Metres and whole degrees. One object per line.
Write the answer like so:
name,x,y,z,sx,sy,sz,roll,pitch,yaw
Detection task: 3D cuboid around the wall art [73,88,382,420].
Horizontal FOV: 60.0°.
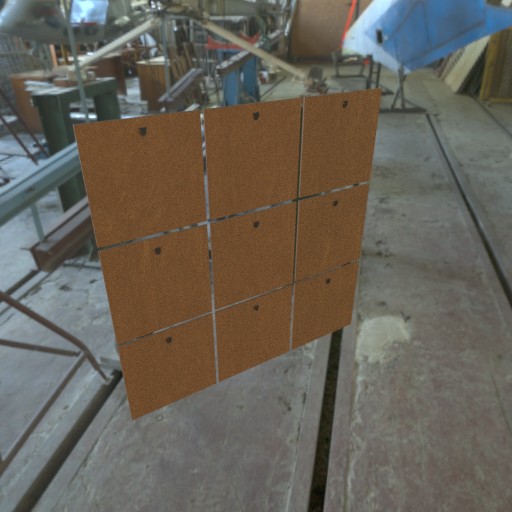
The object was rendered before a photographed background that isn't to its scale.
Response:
wall art,0.000,0.000,2.298,1.526,1.522,0.023,-17,34,-27
